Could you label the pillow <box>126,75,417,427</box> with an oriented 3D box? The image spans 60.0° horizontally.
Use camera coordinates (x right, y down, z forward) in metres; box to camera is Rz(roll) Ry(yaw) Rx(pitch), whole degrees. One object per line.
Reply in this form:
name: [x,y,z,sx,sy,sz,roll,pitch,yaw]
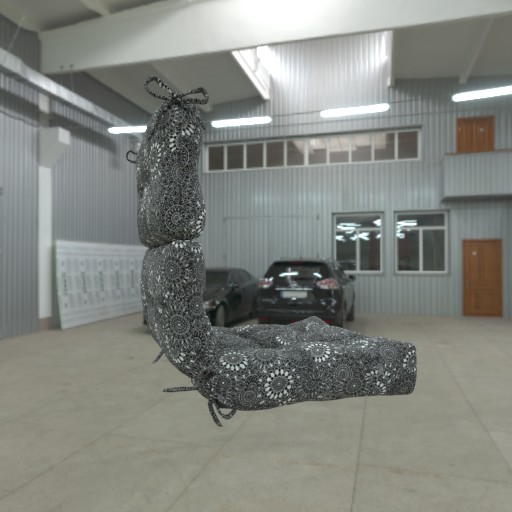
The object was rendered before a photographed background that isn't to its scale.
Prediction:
pillow: [0.000,0.000,1.051,0.571,0.605,0.519,0,-1,-19]
